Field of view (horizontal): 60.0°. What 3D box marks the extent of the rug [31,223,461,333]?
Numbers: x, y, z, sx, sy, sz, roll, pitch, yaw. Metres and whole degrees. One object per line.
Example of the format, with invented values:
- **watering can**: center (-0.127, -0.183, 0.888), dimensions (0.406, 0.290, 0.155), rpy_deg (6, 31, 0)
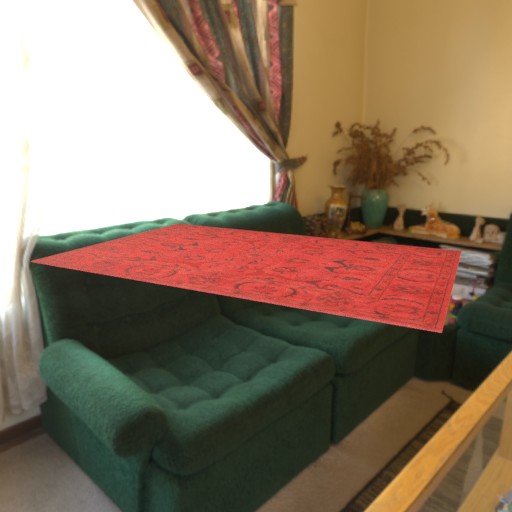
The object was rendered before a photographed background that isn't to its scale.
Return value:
- **rug**: center (0.000, 0.000, 2.945), dimensions (2.423, 0.010, 1.534), rpy_deg (7, 16, 26)
